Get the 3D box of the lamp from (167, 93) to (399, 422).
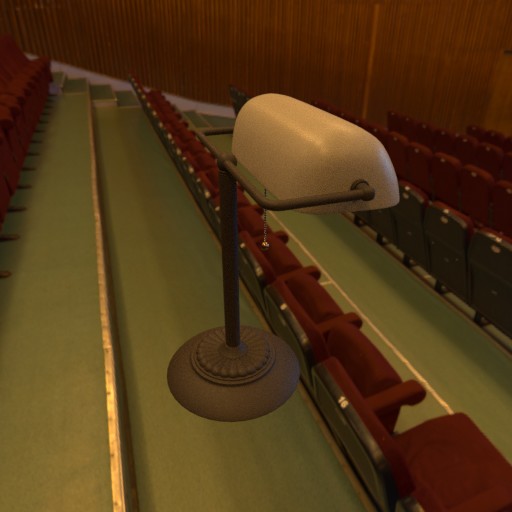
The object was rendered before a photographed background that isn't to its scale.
[{"bbox_3d":[0.000,0.000,0.528,0.243,0.339,0.264,-10,31,-17],"label":"lamp"}]
